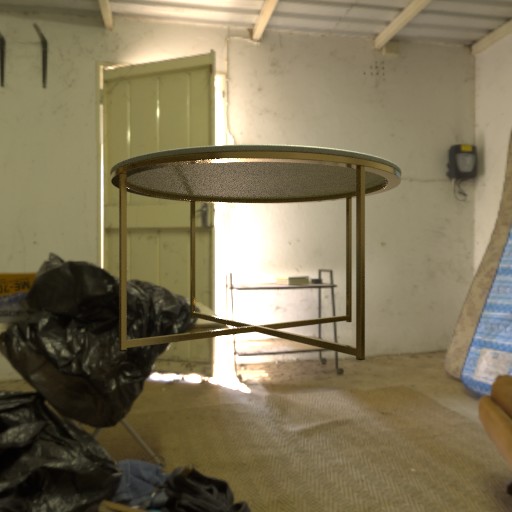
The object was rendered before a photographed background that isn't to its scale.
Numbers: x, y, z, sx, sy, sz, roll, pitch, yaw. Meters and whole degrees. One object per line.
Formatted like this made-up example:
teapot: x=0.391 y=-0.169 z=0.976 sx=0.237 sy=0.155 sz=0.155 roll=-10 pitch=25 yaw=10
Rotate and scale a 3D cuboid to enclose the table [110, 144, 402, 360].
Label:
table: x=0.000 y=0.000 z=1.282 sx=0.800 sy=0.450 sz=0.800 roll=0 pitch=0 yaw=0
